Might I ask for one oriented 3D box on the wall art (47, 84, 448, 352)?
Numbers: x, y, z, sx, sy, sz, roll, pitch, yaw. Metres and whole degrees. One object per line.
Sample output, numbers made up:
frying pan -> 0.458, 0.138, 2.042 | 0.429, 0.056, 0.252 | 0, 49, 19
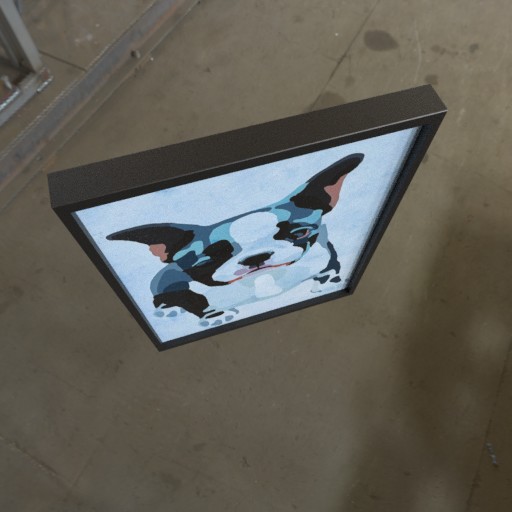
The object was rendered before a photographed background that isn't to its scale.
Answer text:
wall art -> 0.000, 0.000, 0.485 | 0.294, 0.369, 0.030 | -15, 64, -8
